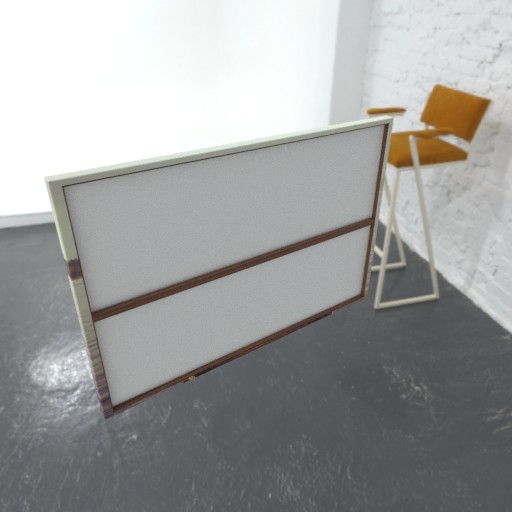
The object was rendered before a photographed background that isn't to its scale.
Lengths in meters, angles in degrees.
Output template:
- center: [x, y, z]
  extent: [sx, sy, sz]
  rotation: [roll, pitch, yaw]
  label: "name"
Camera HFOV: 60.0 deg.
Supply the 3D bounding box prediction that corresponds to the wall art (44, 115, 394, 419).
- center: [0.000, 0.000, 1.467]
  extent: [1.149, 0.765, 0.040]
  rotation: [-19, 34, -30]
  label: "wall art"
